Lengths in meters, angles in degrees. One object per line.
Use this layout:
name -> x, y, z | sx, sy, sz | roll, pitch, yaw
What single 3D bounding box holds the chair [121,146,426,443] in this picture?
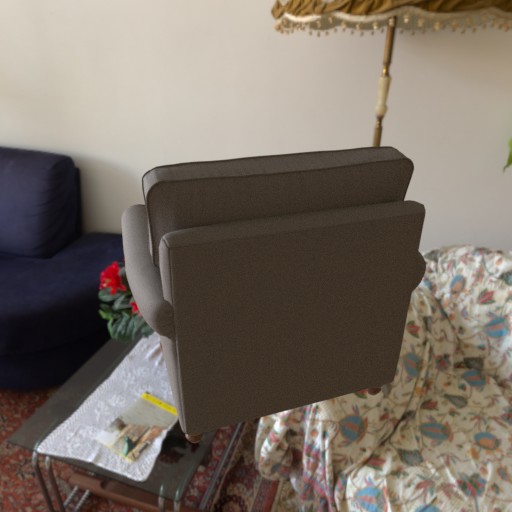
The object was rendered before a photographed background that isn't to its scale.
chair -> 0.000, 0.000, 1.811 | 1.029, 0.967, 0.966 | -9, 28, -16
